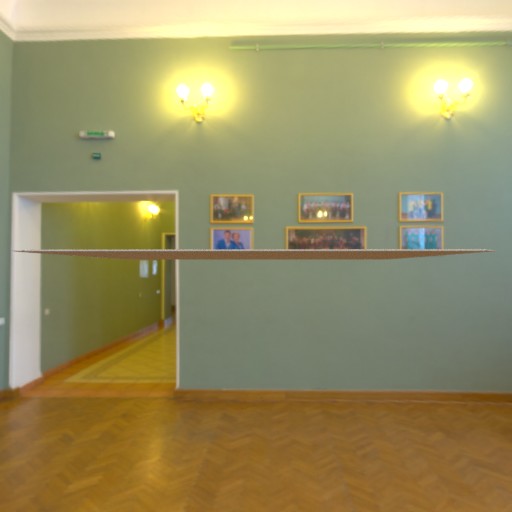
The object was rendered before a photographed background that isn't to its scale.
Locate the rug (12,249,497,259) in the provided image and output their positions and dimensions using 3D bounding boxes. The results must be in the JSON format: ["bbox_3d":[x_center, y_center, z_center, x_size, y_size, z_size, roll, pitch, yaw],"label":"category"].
[{"bbox_3d":[0.000,0.000,3.797,2.940,0.013,2.312,0,-2,1],"label":"rug"}]
